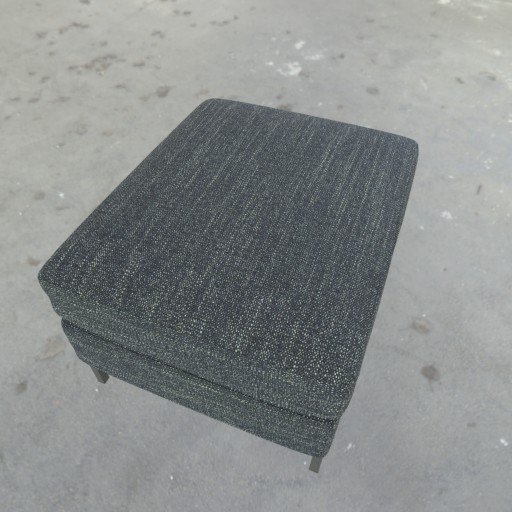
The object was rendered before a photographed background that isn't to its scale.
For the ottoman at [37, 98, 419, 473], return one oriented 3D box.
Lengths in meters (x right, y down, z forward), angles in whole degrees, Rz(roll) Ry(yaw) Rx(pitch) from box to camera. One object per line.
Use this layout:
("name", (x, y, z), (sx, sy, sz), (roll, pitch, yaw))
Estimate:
("ottoman", (0.000, 0.000, 1.183), (0.667, 0.491, 0.814), (17, 49, 15))
